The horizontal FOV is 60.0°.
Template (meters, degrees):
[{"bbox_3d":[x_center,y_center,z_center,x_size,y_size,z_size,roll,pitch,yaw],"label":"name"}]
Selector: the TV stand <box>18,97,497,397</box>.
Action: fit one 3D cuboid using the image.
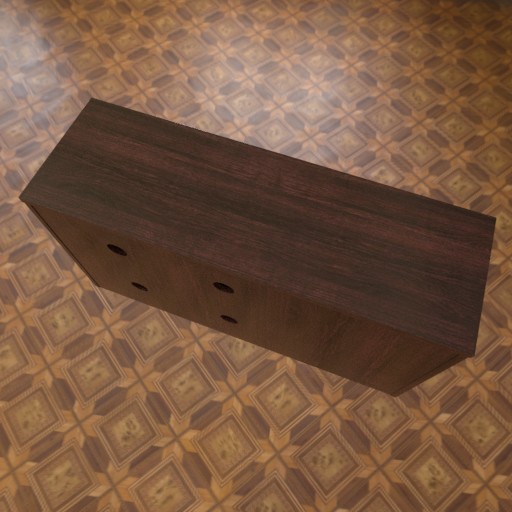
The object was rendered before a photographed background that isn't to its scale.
[{"bbox_3d":[0.000,0.000,1.437,1.192,0.614,0.404,19,65,9],"label":"TV stand"}]
